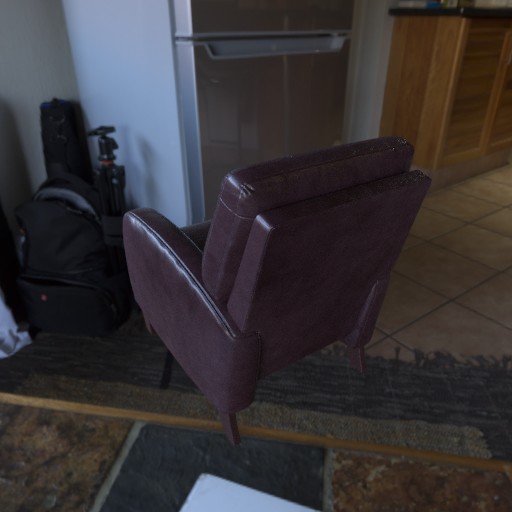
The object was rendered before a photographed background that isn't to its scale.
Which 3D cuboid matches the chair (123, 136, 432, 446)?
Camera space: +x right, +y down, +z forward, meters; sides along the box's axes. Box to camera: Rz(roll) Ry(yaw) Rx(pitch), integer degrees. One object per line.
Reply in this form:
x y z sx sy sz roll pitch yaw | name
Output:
0.000 0.000 1.710 0.762 0.990 0.990 -18 34 -29 | chair
